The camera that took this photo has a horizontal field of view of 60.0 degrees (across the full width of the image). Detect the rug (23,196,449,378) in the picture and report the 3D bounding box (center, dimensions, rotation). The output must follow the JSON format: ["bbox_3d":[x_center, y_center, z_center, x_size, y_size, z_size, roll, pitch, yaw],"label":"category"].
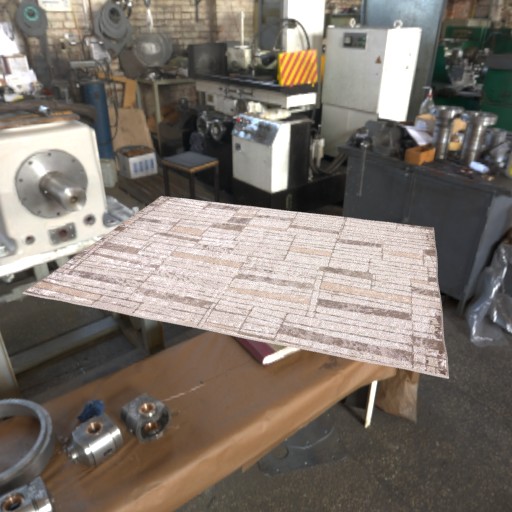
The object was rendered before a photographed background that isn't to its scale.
[{"bbox_3d":[0.000,0.000,4.305,3.357,0.019,2.449,8,29,15],"label":"rug"}]
